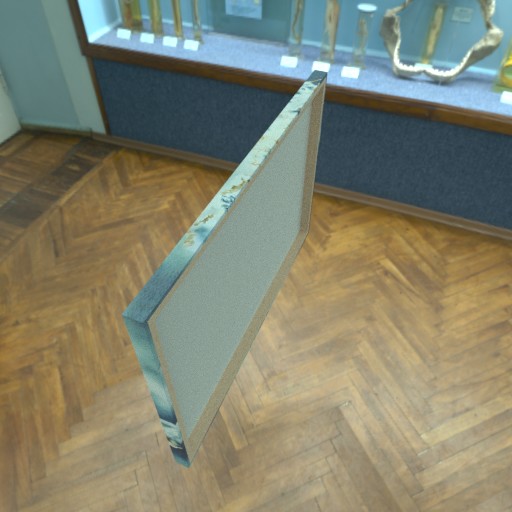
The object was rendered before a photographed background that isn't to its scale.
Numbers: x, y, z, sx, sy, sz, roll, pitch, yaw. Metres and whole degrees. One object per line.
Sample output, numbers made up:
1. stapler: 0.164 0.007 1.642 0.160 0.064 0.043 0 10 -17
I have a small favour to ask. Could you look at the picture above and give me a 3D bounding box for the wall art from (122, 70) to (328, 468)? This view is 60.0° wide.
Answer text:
1. wall art: 0.000 0.000 1.157 0.038 0.608 0.912 17 49 16
